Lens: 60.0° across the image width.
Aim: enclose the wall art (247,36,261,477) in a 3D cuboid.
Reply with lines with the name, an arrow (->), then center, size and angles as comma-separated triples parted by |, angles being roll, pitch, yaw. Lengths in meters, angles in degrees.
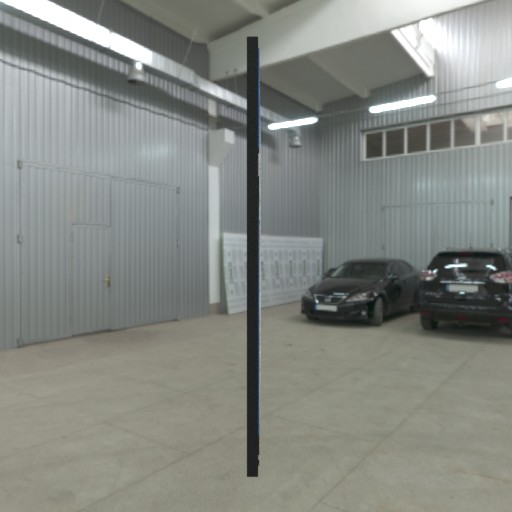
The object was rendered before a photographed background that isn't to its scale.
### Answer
wall art -> 0.000, 0.000, 0.689 | 0.013, 0.457, 0.458 | 0, 0, 1
